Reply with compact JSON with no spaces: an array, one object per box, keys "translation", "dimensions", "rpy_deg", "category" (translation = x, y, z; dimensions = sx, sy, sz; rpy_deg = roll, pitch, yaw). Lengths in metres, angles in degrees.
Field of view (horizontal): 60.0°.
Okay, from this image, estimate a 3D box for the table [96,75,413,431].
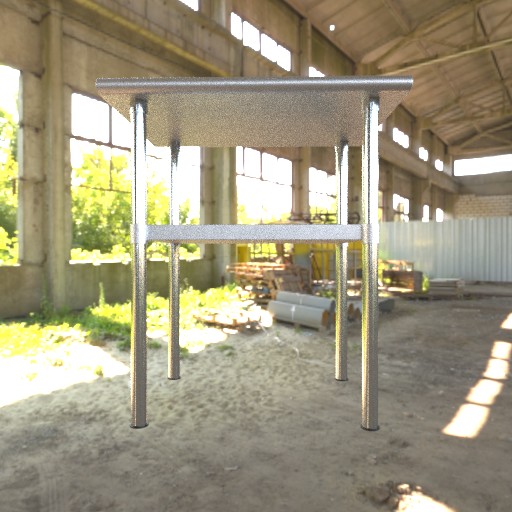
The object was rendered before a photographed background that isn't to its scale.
[{"translation":[0.000,0.000,1.357],"dimensions":[0.762,0.876,0.584],"rpy_deg":[0,0,1],"category":"table"}]
